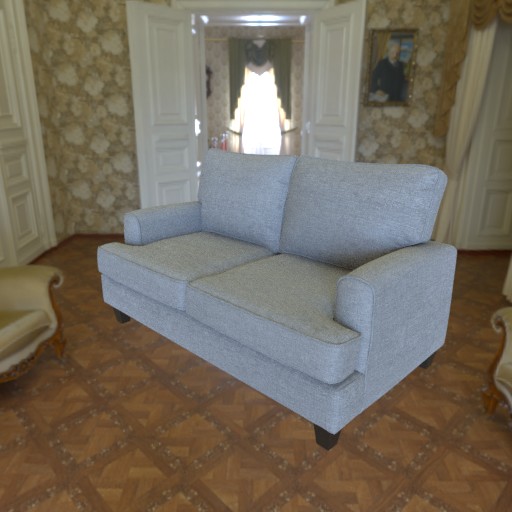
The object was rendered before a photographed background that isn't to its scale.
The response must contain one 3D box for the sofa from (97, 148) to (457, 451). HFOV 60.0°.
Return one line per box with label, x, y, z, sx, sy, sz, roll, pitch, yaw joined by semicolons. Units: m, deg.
sofa;0.000;0.000;2.235;1.651;0.965;0.965;16;24;42
